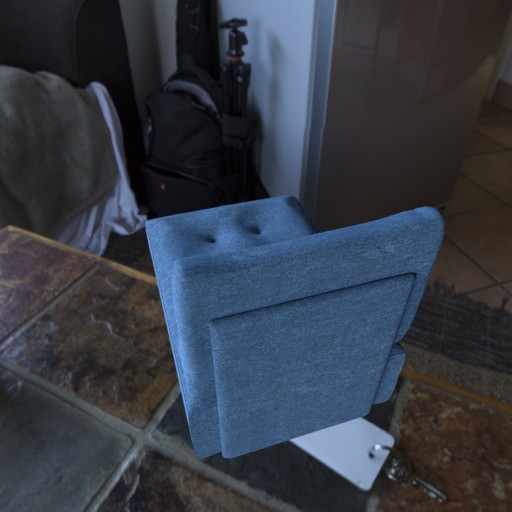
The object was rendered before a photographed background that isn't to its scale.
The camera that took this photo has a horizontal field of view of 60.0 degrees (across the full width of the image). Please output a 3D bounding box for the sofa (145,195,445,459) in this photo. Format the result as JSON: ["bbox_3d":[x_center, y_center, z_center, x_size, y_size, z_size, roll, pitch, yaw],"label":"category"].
[{"bbox_3d":[0.000,0.000,1.569,0.700,0.820,1.000,-12,42,-13],"label":"sofa"}]
